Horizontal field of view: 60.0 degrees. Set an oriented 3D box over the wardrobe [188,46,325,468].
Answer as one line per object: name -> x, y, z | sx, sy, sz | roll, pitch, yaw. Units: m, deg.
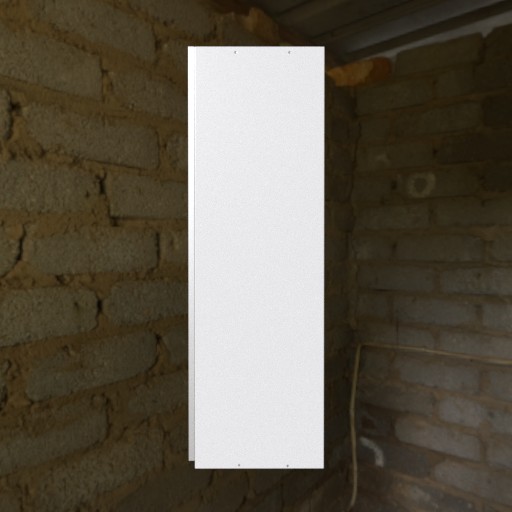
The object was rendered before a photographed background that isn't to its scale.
wardrobe -> 0.000, 0.000, 2.943 | 0.629, 1.960, 1.780 | 0, 1, 0
